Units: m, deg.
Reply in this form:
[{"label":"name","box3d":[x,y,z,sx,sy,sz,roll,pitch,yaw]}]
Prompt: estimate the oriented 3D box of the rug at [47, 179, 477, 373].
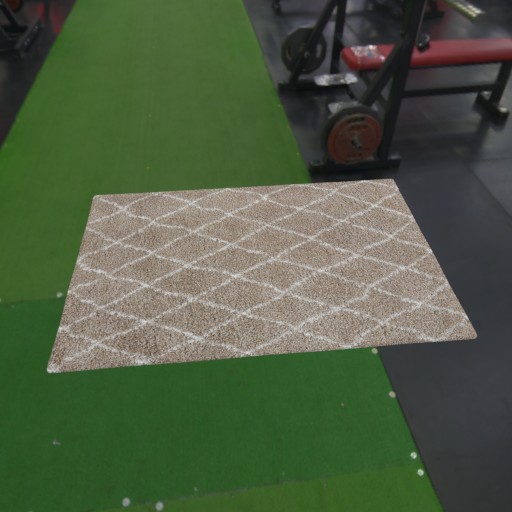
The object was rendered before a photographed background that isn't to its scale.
[{"label":"rug","box3d":[0.000,0.000,3.426,2.743,0.030,1.778,-4,45,-4]}]
